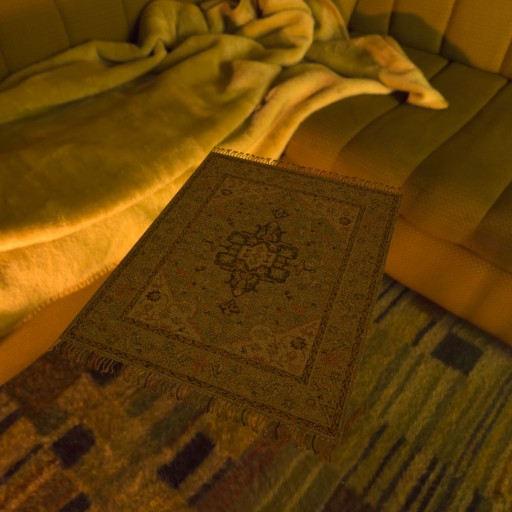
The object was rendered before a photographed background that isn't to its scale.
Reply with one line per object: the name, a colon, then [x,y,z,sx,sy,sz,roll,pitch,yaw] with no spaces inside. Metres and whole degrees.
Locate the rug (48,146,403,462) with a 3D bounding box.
rug: [0.000,0.000,3.560,1.971,0.010,2.651,16,49,14]
